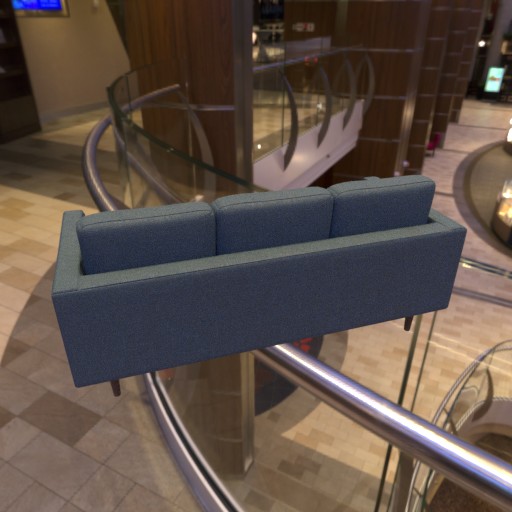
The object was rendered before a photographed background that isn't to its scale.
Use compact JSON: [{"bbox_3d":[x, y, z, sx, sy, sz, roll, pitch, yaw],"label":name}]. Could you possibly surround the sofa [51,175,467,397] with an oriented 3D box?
[{"bbox_3d":[0.000,0.000,2.527,2.013,0.945,0.935,-9,30,-16],"label":"sofa"}]
